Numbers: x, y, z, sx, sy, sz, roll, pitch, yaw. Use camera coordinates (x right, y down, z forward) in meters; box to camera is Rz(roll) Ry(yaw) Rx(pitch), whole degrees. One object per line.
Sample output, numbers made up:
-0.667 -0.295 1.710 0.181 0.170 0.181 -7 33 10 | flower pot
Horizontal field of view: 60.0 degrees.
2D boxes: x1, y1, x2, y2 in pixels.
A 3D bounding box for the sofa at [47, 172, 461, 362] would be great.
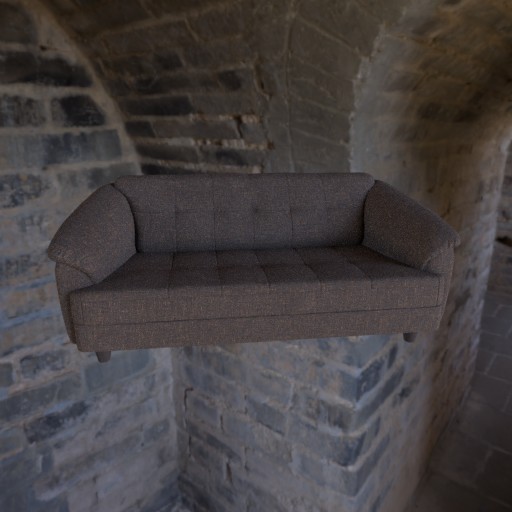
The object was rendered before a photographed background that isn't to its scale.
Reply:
0.000 0.000 2.316 1.849 0.790 0.887 -2 16 -7 | sofa
